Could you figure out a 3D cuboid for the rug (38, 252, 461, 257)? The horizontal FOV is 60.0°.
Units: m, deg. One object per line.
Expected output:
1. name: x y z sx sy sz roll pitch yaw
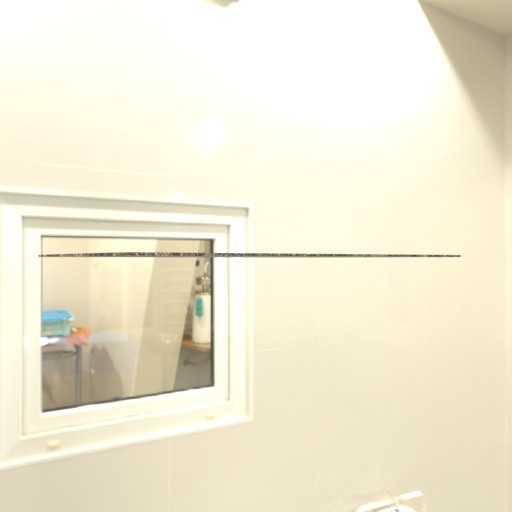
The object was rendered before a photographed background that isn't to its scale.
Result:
1. rug: 0.000 0.000 2.259 1.814 0.012 1.186 0 0 -37
